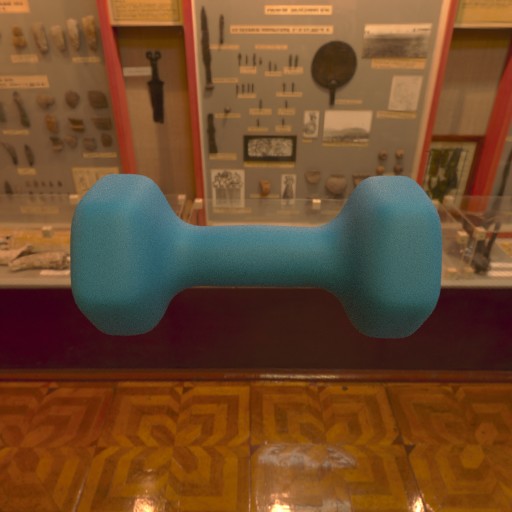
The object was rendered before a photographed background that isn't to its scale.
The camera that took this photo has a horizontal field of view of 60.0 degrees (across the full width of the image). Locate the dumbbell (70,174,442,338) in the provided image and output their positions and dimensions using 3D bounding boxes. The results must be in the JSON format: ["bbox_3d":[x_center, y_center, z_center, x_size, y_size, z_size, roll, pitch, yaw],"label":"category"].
[{"bbox_3d":[0.000,0.000,0.198,0.152,0.066,0.074,1,31,1],"label":"dumbbell"}]
